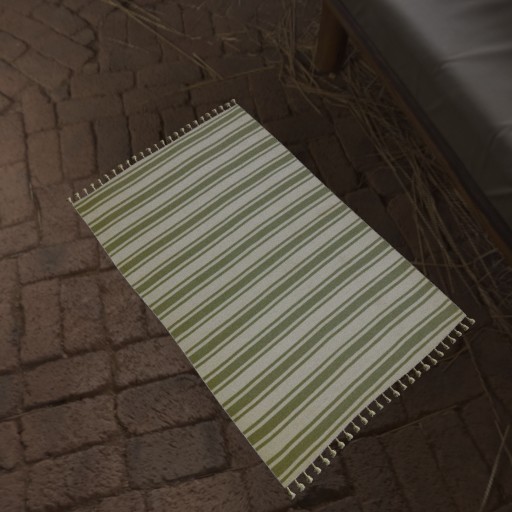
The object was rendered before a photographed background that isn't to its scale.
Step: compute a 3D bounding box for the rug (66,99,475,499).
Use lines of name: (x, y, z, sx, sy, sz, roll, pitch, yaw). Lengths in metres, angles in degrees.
rug: (0.000, 0.000, 2.250, 1.162, 0.013, 1.875, -36, 69, -17)
